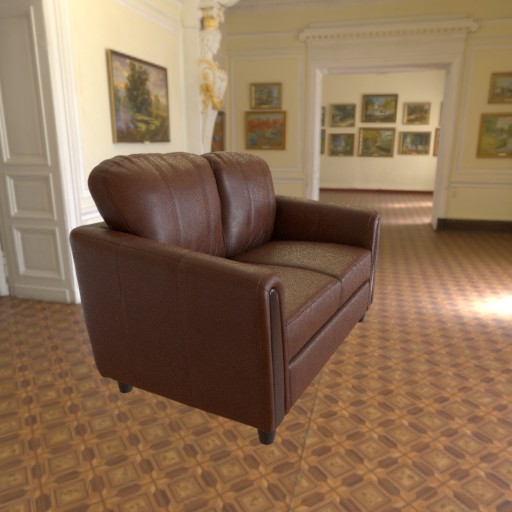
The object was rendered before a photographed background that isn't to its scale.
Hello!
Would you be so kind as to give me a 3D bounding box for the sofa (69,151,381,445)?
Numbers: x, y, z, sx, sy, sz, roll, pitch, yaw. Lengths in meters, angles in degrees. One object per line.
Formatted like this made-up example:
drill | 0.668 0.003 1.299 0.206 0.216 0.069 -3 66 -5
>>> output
sofa | 0.000 0.000 1.981 0.805 0.906 1.406 7 16 27
